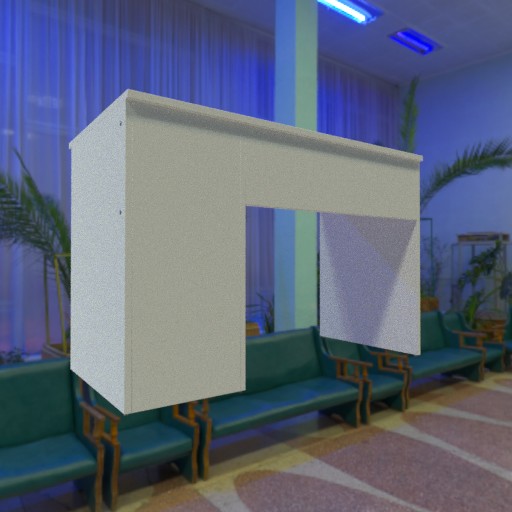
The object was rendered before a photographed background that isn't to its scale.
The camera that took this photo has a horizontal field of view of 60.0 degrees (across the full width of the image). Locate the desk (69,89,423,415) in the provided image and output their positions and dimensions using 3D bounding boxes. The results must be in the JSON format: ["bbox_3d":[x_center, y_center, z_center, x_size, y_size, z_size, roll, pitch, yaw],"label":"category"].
[{"bbox_3d":[0.000,0.000,1.523,1.096,0.730,0.560,0,-1,-35],"label":"desk"}]
